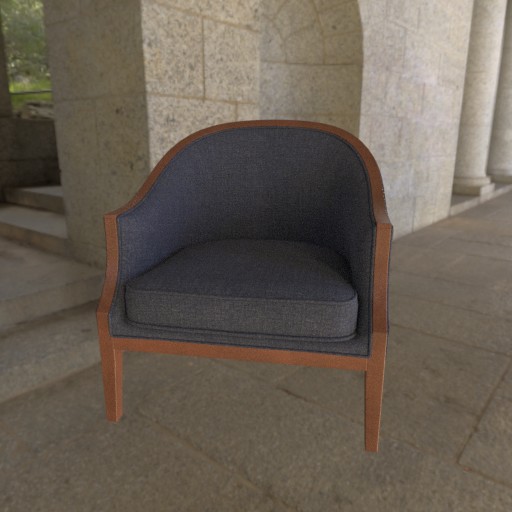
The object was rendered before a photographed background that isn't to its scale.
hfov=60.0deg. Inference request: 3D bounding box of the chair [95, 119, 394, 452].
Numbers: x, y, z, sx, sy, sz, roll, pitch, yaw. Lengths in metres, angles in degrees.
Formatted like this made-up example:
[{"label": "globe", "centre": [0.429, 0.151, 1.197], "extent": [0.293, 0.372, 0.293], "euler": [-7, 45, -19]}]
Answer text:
[{"label": "chair", "centre": [0.000, 0.000, 1.445], "extent": [0.803, 0.876, 0.735], "euler": [3, 15, 10]}]
